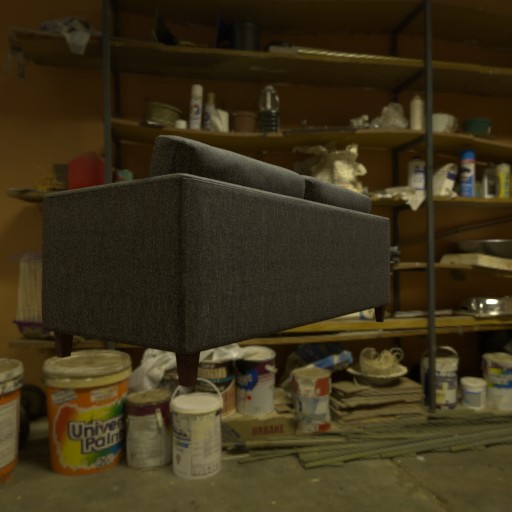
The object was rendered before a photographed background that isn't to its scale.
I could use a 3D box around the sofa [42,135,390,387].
[{"bbox_3d":[0.000,0.000,2.688,0.948,0.960,2.208,0,0,35],"label":"sofa"}]
